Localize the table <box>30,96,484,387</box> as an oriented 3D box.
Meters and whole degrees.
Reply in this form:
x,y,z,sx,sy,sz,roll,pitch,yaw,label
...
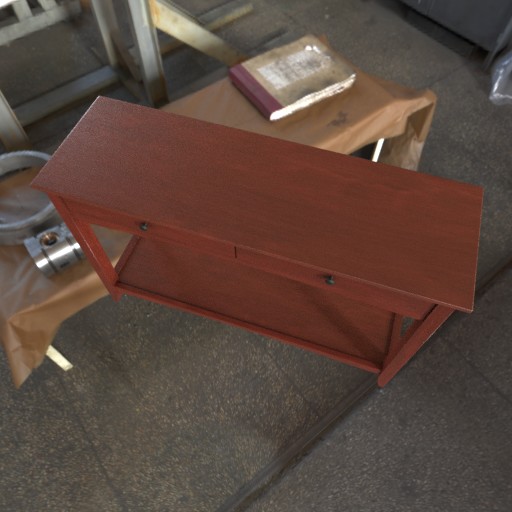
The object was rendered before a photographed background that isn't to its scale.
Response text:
x,y,z,sx,sy,sz,roll,pitch,yaw,label
0.000,0.000,1.531,1.188,0.739,0.392,16,60,9,table
